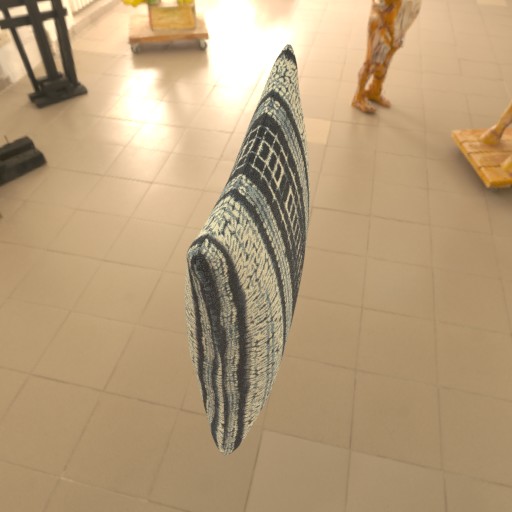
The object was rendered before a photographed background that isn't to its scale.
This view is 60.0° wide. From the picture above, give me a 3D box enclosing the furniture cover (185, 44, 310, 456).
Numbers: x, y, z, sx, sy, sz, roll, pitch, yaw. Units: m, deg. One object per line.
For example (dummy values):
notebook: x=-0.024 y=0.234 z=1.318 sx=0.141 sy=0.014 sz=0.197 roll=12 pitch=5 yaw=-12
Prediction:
furniture cover: x=0.000 y=0.000 z=0.641 sx=0.133 sy=0.435 sz=0.425 roll=9 pitch=47 yaw=9
